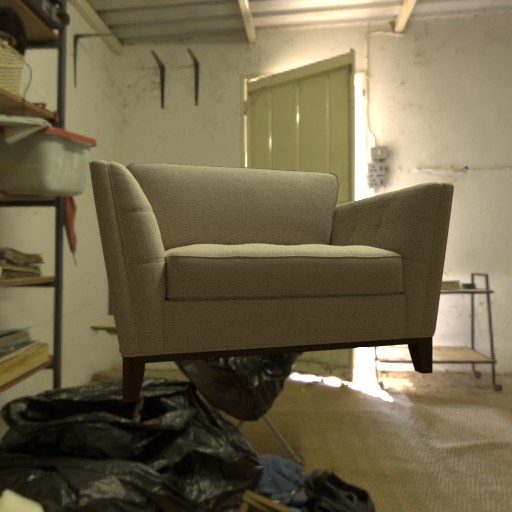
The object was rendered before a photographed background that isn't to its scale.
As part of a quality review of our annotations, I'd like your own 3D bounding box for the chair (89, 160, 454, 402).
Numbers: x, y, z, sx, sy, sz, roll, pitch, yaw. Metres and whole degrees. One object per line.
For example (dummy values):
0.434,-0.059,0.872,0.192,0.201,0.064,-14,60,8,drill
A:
0.000,0.000,2.038,1.397,0.940,0.965,0,0,-18,chair
